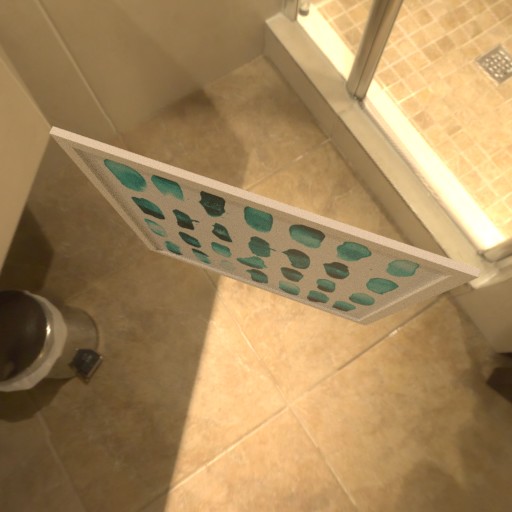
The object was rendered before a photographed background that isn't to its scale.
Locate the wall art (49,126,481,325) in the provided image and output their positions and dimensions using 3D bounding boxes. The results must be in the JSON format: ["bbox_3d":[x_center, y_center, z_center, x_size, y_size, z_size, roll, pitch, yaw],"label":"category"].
[{"bbox_3d":[0.000,0.000,0.666,0.456,0.457,0.009,19,76,5],"label":"wall art"}]
